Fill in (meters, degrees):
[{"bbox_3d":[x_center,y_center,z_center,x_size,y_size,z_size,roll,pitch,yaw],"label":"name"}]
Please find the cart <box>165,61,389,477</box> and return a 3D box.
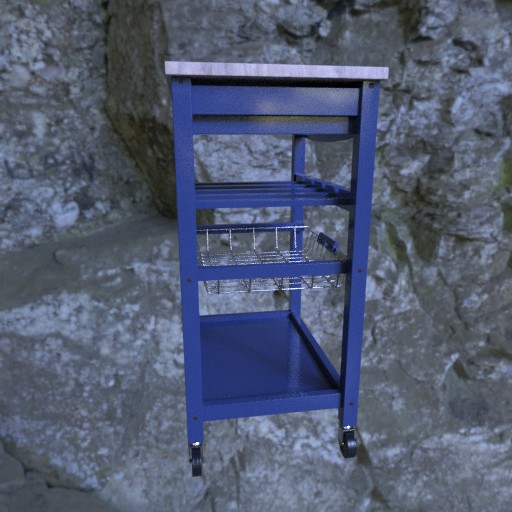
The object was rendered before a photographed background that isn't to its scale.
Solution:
[{"bbox_3d":[0.000,0.000,1.147,0.403,0.839,0.584,-2,15,-9],"label":"cart"}]
